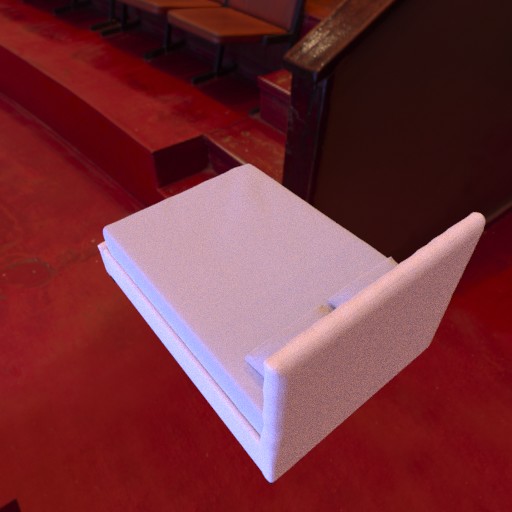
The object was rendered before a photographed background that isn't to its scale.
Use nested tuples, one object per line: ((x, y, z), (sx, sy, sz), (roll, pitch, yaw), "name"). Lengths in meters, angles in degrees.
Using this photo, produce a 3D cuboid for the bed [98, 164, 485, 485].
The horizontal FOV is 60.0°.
((0.000, 0.000, 3.418), (1.698, 1.427, 2.387), (-30, 52, -26), "bed")
